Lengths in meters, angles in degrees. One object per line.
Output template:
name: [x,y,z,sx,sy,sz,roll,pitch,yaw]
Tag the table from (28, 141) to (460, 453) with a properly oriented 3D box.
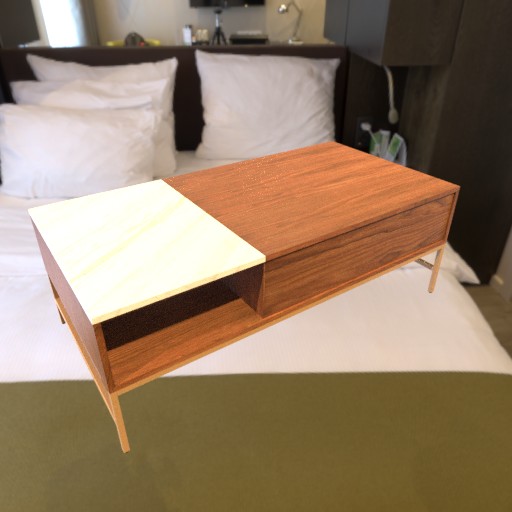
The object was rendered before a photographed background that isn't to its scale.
table: [0.000,0.000,1.919,1.553,0.551,0.789,-19,36,-29]
